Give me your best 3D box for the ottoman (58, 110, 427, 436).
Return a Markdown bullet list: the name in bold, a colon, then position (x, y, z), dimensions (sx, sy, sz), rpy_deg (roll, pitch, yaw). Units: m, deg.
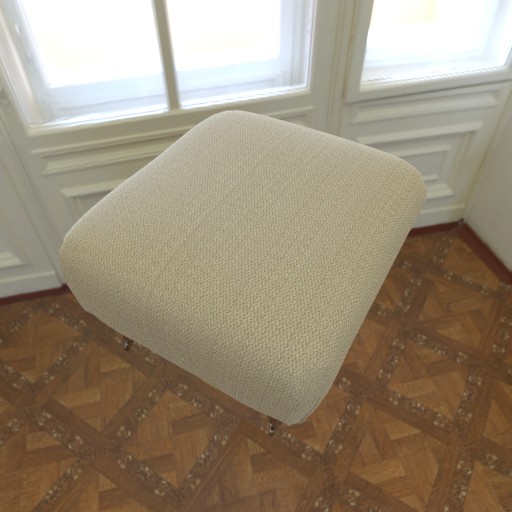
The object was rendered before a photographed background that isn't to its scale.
- **ottoman**: position (0.000, 0.000, 1.091), dimensions (0.622, 0.447, 0.684), rpy_deg (23, 51, 20)
